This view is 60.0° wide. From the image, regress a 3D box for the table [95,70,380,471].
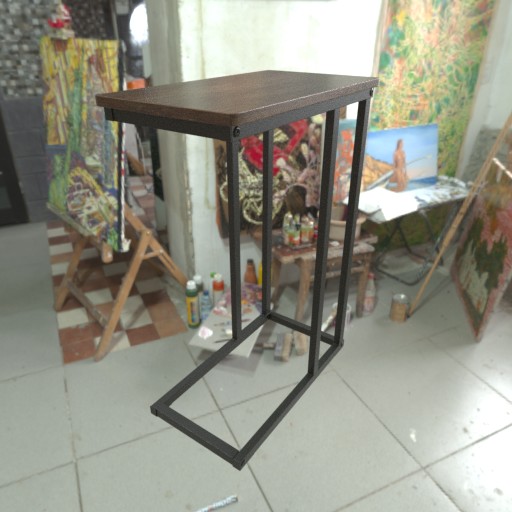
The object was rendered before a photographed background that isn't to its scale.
[{"bbox_3d":[0.000,0.000,0.879,0.254,0.637,0.450,18,33,31],"label":"table"}]
